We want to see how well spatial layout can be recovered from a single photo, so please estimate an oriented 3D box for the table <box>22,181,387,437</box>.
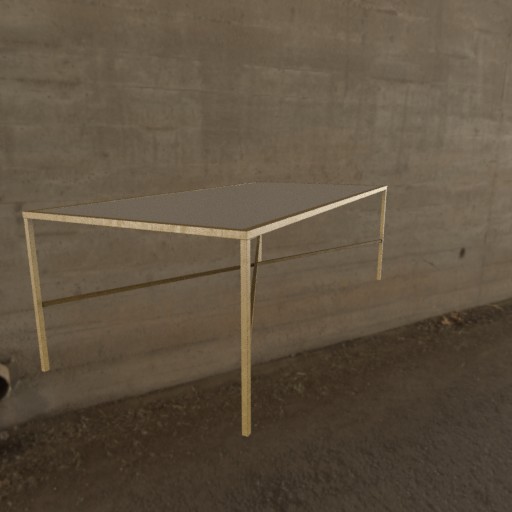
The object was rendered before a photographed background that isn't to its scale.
[{"bbox_3d":[0.000,0.000,1.449,0.580,0.398,1.206,7,15,26],"label":"table"}]
